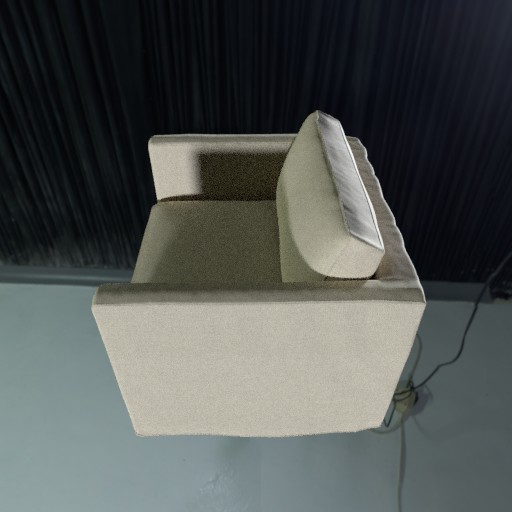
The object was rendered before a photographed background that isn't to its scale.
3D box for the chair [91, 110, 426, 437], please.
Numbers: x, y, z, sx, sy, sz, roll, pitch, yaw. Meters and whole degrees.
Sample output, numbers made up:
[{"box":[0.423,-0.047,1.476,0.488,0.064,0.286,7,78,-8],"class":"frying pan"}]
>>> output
[{"box":[0.000,0.000,1.754,0.949,0.867,1.057,-1,41,-1],"class":"chair"}]
